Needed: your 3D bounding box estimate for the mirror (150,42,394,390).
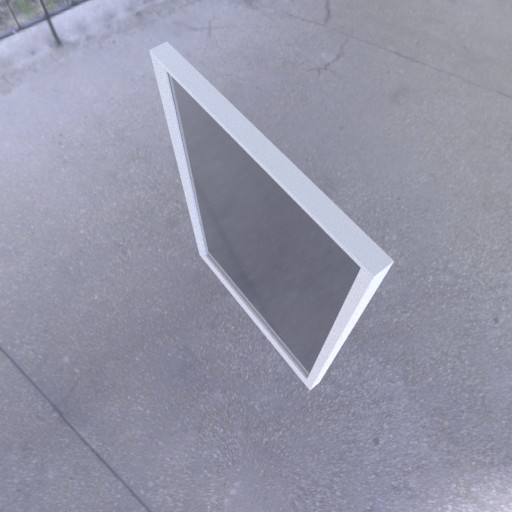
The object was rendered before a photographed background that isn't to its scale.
[{"bbox_3d":[0.000,0.000,0.939,0.039,0.710,0.507,-35,68,-16],"label":"mirror"}]
